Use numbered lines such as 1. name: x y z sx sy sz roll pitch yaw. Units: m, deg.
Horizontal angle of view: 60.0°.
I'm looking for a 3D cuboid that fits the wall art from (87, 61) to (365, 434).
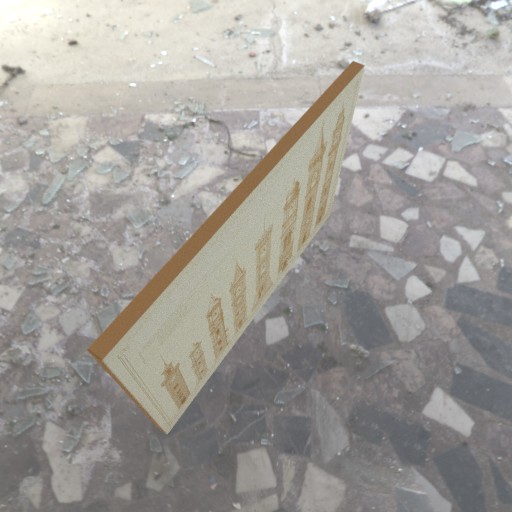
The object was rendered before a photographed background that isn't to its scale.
1. wall art: 0.000 0.000 1.163 0.033 0.608 0.915 30 62 17
